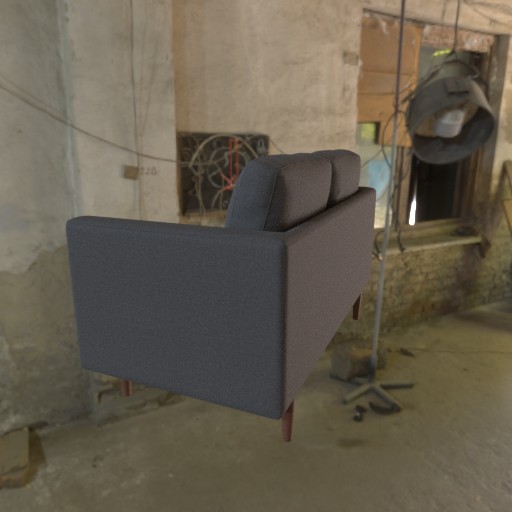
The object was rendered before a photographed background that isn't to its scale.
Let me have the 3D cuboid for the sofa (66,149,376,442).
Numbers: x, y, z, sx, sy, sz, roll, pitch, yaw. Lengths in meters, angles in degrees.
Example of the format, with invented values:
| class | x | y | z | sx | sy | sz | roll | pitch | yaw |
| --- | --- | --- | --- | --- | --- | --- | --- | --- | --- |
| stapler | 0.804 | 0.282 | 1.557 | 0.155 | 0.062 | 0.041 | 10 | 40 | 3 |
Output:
| class | x | y | z | sx | sy | sz | roll | pitch | yaw |
| --- | --- | --- | --- | --- | --- | --- | --- | --- | --- |
| sofa | 0.000 | 0.000 | 1.966 | 0.796 | 0.908 | 1.430 | 6 | 16 | 23 |
